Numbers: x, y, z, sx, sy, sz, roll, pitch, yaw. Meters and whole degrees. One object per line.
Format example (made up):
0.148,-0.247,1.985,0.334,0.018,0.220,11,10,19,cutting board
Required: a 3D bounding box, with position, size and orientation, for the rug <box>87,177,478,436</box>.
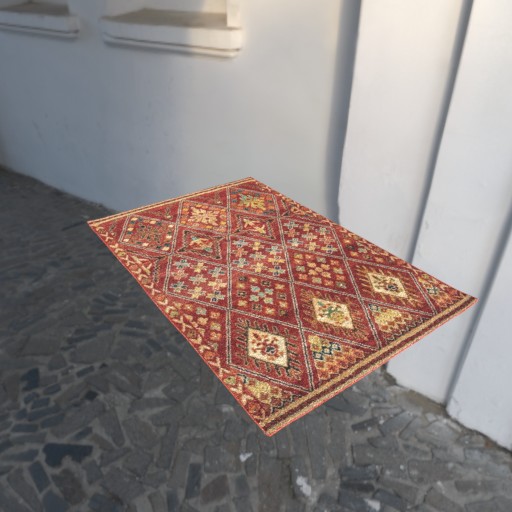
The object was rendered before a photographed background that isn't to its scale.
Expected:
0.000,0.000,2.958,1.521,0.026,2.286,-21,38,-30,rug
